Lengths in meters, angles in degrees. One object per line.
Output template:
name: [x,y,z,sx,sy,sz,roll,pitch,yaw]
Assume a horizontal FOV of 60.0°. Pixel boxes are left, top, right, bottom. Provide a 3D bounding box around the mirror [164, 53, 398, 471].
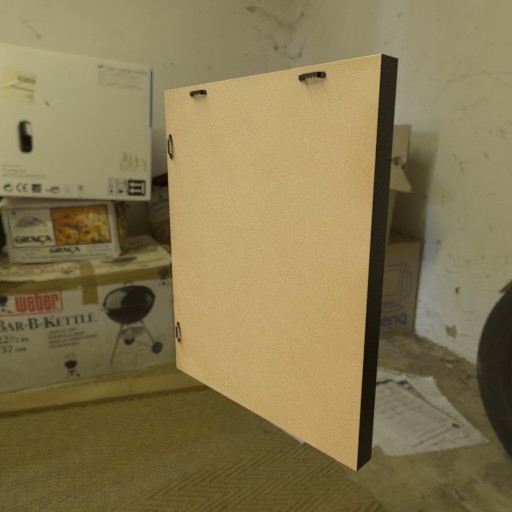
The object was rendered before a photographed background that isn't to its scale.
mirror: [0.000,0.000,0.673,0.041,0.509,0.406,-13,18,-43]
